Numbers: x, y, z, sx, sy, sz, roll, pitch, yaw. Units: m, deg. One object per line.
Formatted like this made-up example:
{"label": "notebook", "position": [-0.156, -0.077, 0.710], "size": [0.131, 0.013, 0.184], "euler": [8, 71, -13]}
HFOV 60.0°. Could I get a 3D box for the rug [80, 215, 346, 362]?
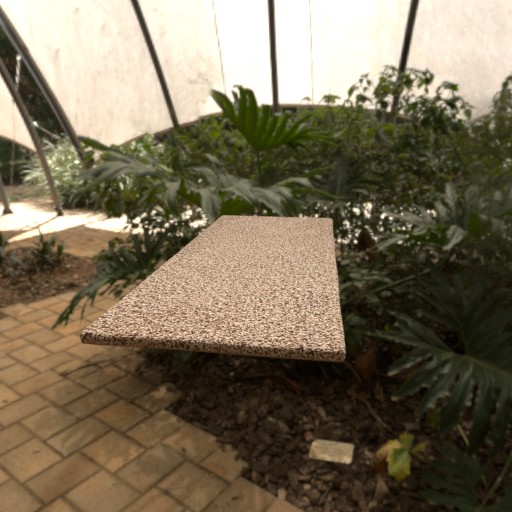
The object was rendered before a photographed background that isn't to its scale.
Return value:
{"label": "rug", "position": [0.000, 0.000, 1.707], "size": [0.609, 0.030, 1.524], "euler": [2, 16, 8]}
